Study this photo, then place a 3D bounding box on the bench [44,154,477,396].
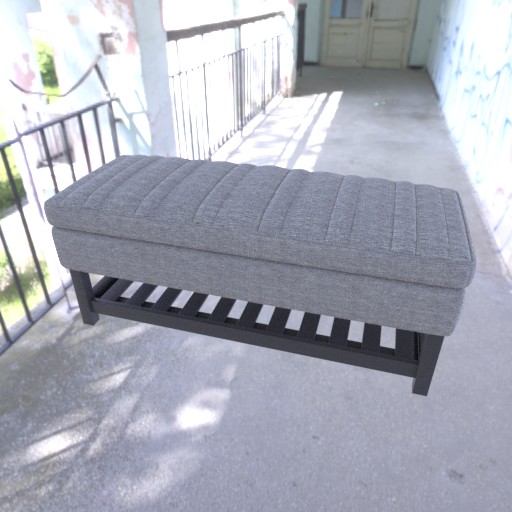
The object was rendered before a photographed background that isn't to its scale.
[{"bbox_3d":[0.000,0.000,1.317,1.100,0.470,0.429,9,33,14],"label":"bench"}]
